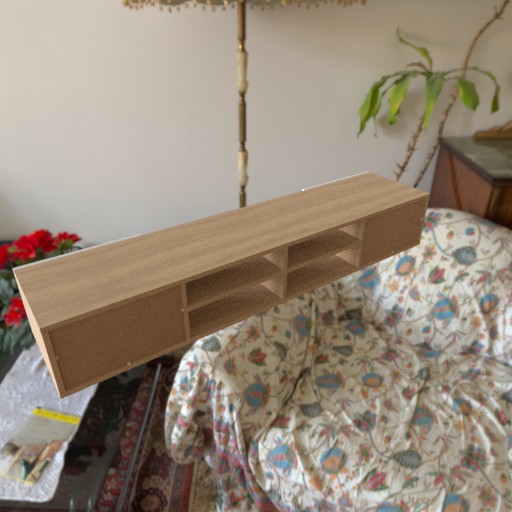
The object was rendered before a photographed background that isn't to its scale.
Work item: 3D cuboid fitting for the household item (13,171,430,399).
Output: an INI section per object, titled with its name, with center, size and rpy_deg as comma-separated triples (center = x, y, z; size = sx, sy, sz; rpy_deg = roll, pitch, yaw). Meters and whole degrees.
[household item]
center = 0.000, 0.000, 1.987
size = 1.850, 0.310, 0.420
rpy_deg = -19, 35, -30
